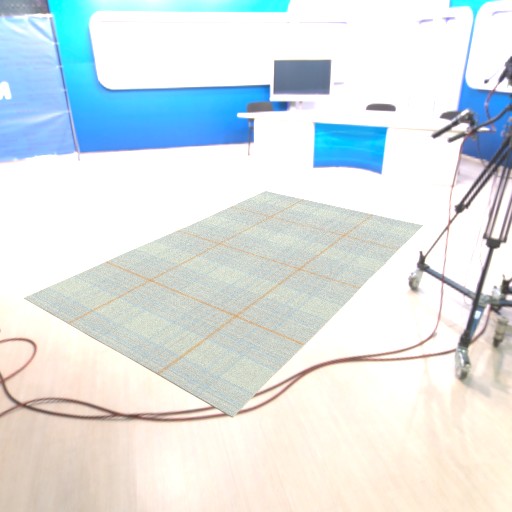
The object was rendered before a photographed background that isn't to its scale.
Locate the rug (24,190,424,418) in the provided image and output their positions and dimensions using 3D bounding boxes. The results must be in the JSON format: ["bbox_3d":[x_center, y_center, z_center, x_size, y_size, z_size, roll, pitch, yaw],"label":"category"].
[{"bbox_3d":[0.000,0.000,3.029,1.527,0.016,2.442,18,31,32],"label":"rug"}]
